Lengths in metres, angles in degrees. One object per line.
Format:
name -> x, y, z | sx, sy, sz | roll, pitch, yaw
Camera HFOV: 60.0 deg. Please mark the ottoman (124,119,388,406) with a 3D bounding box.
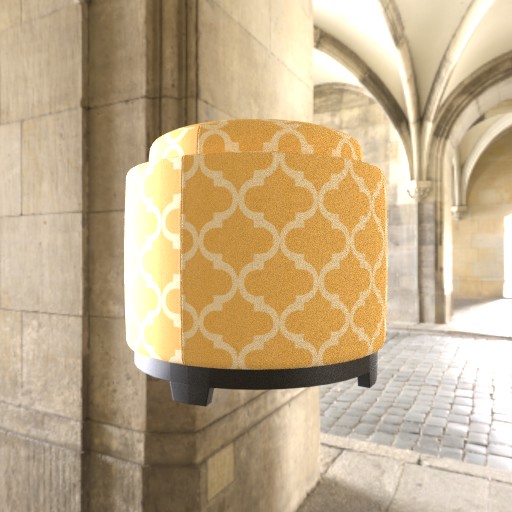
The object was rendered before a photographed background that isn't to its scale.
ottoman -> 0.000, 0.000, 0.843 | 0.480, 0.429, 0.480 | 0, 0, 0
